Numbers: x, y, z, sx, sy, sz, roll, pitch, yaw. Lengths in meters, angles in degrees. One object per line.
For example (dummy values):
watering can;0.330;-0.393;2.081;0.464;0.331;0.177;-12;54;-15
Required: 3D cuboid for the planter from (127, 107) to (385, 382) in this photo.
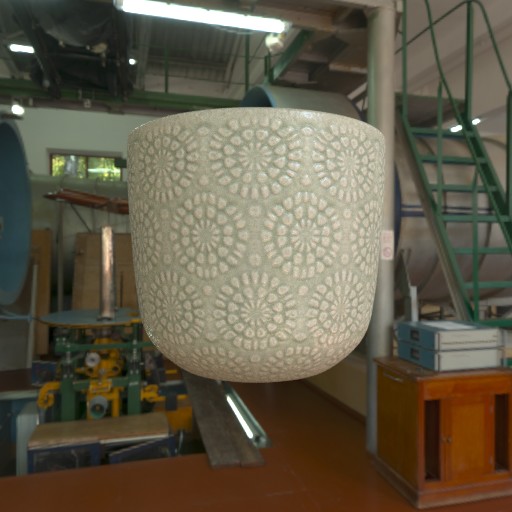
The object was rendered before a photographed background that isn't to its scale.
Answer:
planter;0.000;0.000;0.221;0.124;0.109;0.124;0;0;0
